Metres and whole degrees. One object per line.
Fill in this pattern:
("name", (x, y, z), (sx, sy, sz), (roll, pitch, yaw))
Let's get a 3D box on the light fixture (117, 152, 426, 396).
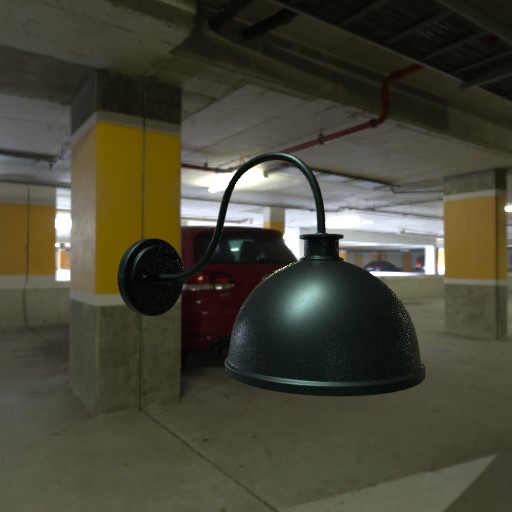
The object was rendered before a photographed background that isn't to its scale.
("light fixture", (0.000, 0.000, 0.644), (0.467, 0.295, 0.253), (-1, -2, 37))
